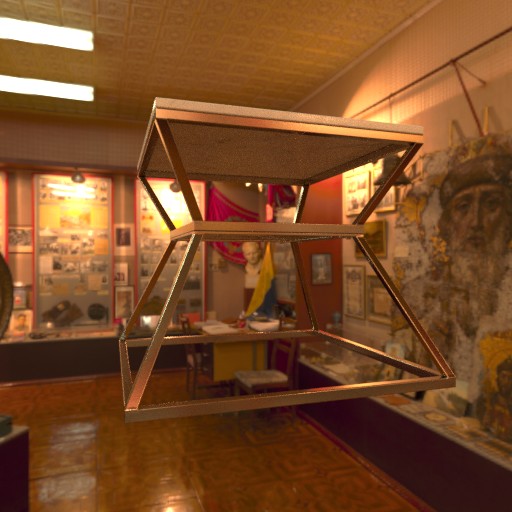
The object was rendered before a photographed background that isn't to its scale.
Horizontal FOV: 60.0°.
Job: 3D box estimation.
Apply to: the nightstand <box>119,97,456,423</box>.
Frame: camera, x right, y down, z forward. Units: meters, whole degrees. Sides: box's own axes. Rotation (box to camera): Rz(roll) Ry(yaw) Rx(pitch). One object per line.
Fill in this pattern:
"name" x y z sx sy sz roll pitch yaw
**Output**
"nightstand" 0.000 0.000 0.882 0.514 0.426 0.513 0 0 -18
